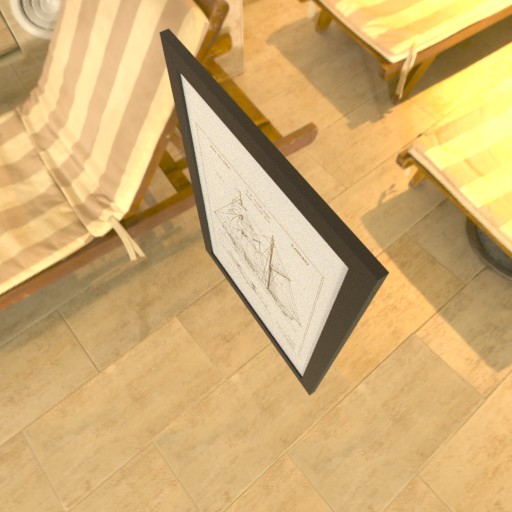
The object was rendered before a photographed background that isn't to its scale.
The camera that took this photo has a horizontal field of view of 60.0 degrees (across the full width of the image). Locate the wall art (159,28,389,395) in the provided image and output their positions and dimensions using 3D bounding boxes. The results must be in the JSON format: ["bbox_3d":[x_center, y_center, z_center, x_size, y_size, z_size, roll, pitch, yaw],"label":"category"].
[{"bbox_3d":[0.000,0.000,0.680,0.013,0.534,0.381,-31,67,-15],"label":"wall art"}]
